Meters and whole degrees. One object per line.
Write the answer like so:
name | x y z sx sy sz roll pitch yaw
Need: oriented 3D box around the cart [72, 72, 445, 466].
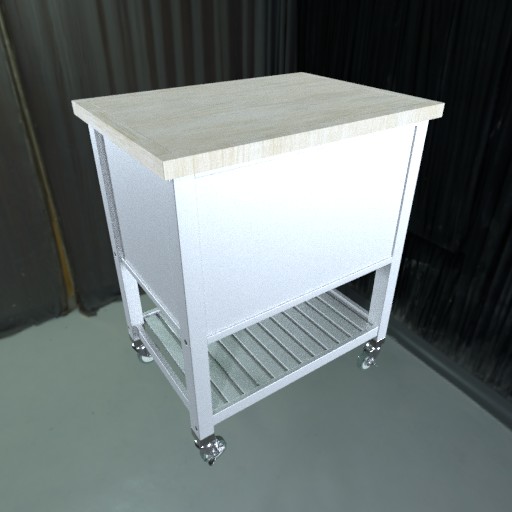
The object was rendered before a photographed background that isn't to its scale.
cart | 0.000 0.000 1.359 0.762 0.914 0.559 -20 37 -29
